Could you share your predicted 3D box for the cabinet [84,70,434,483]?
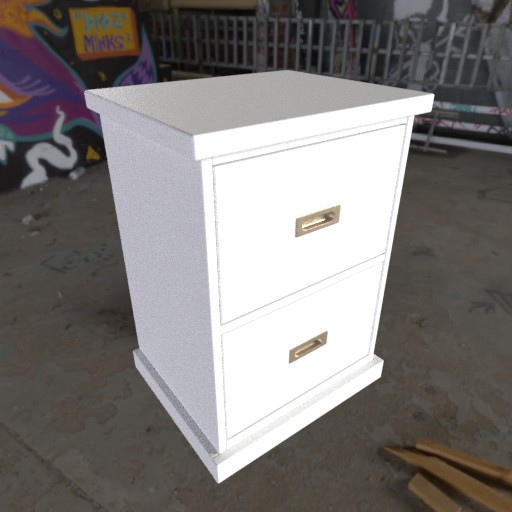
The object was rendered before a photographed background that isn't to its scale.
[{"bbox_3d":[0.000,0.000,1.027,0.520,0.723,0.431,-20,35,-31],"label":"cabinet"}]
